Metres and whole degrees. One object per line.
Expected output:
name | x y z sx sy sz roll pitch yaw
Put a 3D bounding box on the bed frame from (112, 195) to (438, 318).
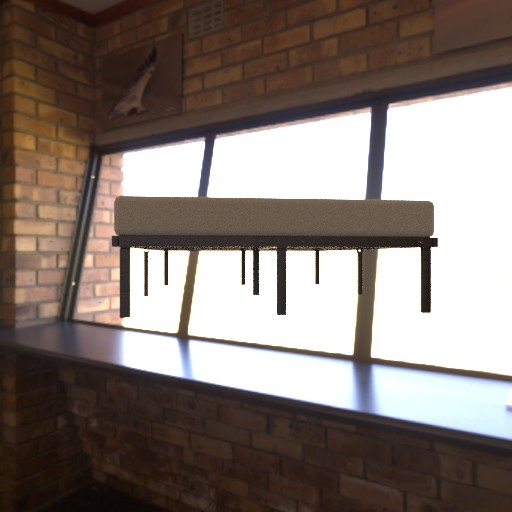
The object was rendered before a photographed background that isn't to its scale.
bed frame | 0.000 0.000 3.840 2.205 0.680 2.842 0 0 1
